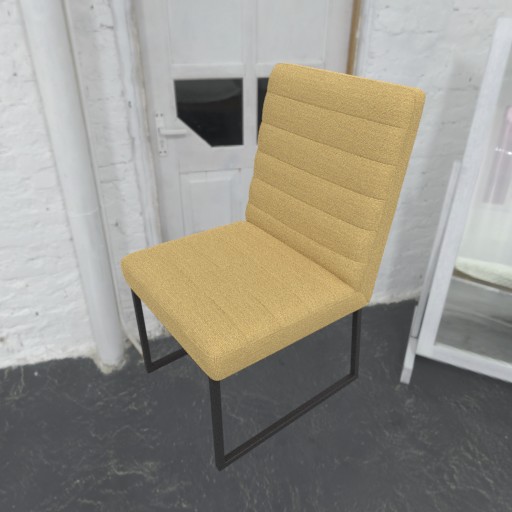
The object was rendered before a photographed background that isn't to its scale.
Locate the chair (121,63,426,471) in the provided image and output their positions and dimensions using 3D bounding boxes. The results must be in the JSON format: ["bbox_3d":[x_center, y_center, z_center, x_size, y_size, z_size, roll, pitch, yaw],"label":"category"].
[{"bbox_3d":[0.000,0.000,1.269,0.634,0.930,0.520,-22,38,-31],"label":"chair"}]
